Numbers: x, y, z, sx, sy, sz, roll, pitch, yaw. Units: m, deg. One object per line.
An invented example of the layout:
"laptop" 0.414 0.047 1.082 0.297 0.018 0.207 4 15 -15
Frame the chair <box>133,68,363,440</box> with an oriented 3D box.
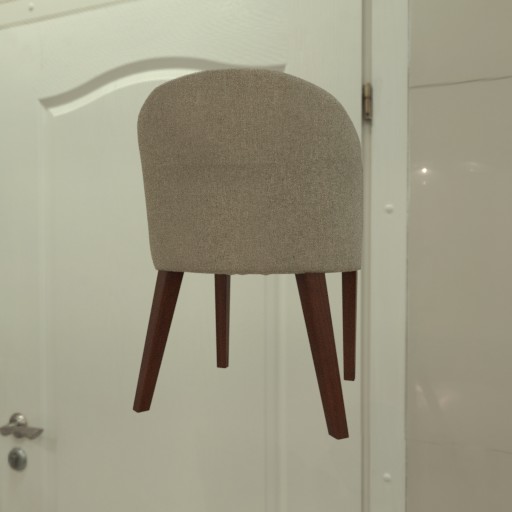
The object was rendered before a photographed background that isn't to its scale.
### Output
"chair" 0.000 0.000 1.247 0.583 0.811 0.655 0 1 19
